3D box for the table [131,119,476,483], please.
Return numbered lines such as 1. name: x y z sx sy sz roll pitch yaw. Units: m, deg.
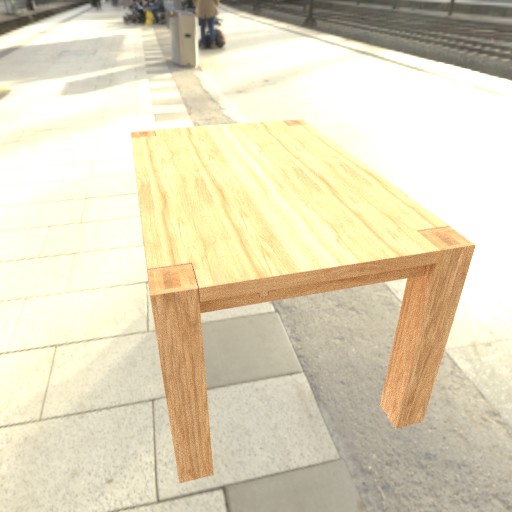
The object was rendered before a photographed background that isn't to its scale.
1. table: 0.000 0.000 1.913 0.900 0.760 1.400 -8 33 -13
